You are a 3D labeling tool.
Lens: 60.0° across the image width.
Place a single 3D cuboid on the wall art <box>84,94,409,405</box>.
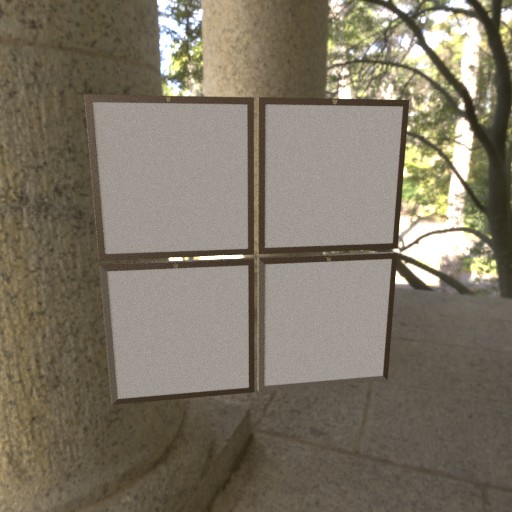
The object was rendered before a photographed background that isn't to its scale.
[{"bbox_3d":[0.000,0.000,1.524,1.032,1.032,0.030,-2,14,-9],"label":"wall art"}]
